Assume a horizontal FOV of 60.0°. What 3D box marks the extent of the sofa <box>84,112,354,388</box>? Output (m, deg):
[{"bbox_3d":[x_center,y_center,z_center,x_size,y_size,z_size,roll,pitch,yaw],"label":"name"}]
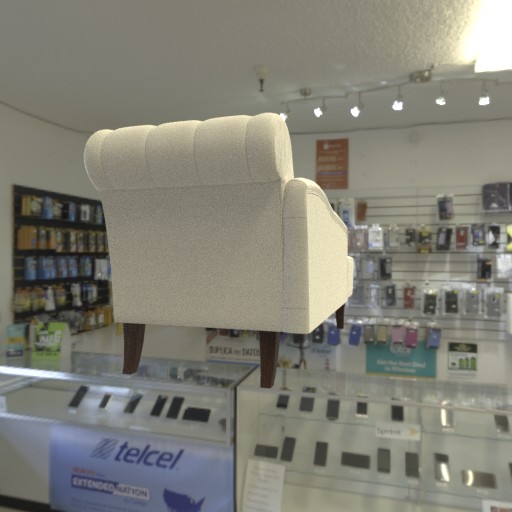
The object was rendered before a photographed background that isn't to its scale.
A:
[{"bbox_3d":[0.000,0.000,1.853,0.675,0.787,1.379,0,0,18],"label":"sofa"}]
